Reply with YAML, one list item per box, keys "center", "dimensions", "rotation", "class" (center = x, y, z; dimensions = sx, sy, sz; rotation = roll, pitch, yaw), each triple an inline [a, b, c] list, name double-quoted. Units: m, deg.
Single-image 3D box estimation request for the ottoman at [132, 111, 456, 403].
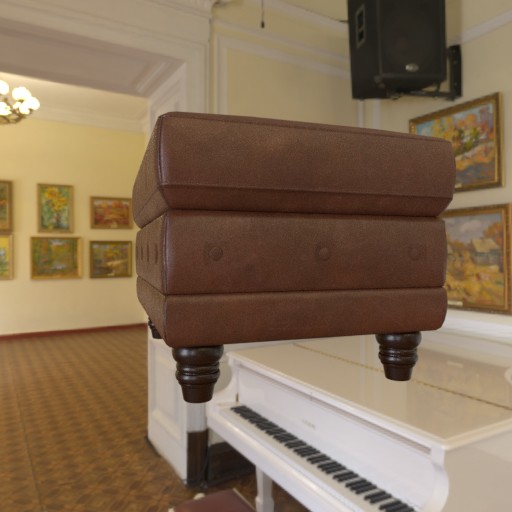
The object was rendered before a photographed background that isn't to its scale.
- center: [0.000, 0.000, 1.153]
  dimensions: [0.588, 0.509, 0.795]
  rotation: [0, 1, -18]
  class: "ottoman"
